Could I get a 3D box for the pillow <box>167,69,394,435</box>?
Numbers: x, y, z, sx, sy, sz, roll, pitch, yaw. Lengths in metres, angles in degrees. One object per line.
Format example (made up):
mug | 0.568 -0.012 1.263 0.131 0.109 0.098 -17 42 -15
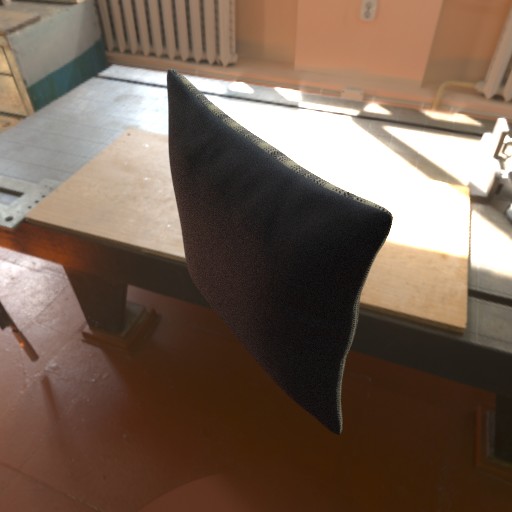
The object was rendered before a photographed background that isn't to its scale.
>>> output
pillow | 0.000 0.000 0.793 0.166 0.508 0.520 -25 48 -25
